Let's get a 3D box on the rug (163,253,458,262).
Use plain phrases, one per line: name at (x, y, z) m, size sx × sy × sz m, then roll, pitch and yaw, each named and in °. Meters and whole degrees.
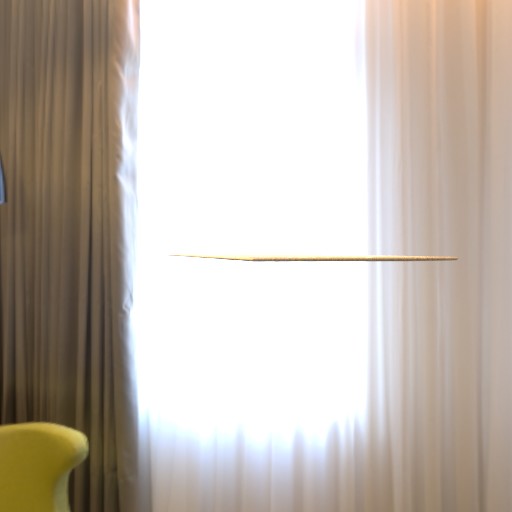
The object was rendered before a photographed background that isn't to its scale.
rug at (0.000, 0.000, 2.754) m, size 0.855 × 0.017 × 2.452 m, roll 0°, pitch 1°, yaw -19°
